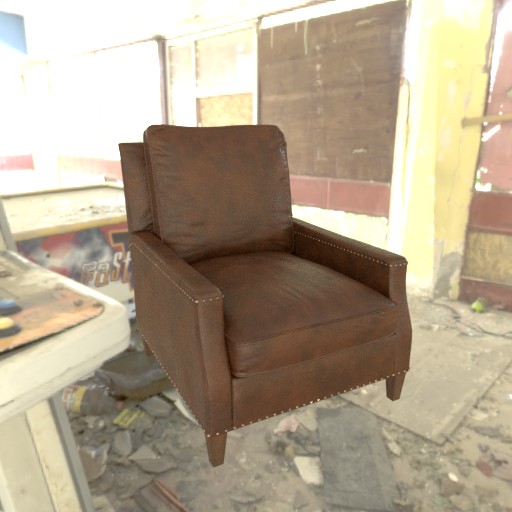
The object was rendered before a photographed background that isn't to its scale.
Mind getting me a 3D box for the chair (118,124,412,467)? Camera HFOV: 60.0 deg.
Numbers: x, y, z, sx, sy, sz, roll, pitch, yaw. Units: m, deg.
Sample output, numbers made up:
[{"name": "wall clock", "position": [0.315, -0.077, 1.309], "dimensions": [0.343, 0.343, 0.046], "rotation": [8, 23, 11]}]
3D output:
[{"name": "chair", "position": [0.000, 0.000, 1.836], "dimensions": [0.854, 1.054, 1.035], "rotation": [-8, 18, -27]}]
